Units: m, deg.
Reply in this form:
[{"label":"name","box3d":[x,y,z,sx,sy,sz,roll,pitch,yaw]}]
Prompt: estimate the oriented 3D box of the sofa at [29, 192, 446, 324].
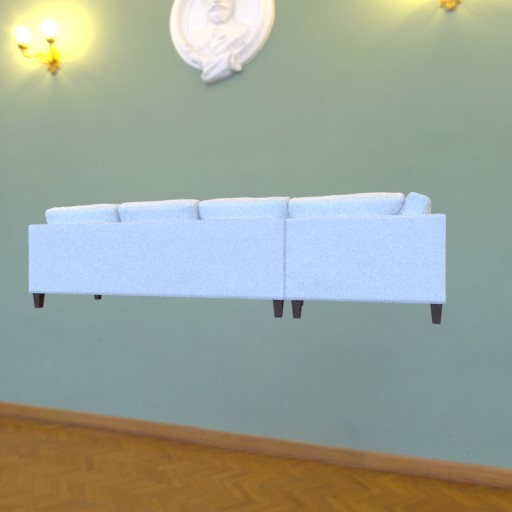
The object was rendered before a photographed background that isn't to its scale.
[{"label":"sofa","box3d":[0.000,0.000,4.320,3.182,0.863,2.432,0,0,17]}]
